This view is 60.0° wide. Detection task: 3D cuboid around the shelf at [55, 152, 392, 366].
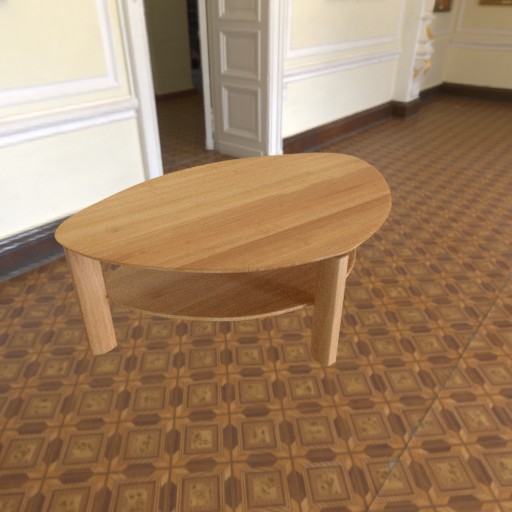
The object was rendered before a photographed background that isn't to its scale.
[{"bbox_3d":[0.000,0.000,1.614,1.246,0.440,0.845,-21,36,-32],"label":"shelf"}]
